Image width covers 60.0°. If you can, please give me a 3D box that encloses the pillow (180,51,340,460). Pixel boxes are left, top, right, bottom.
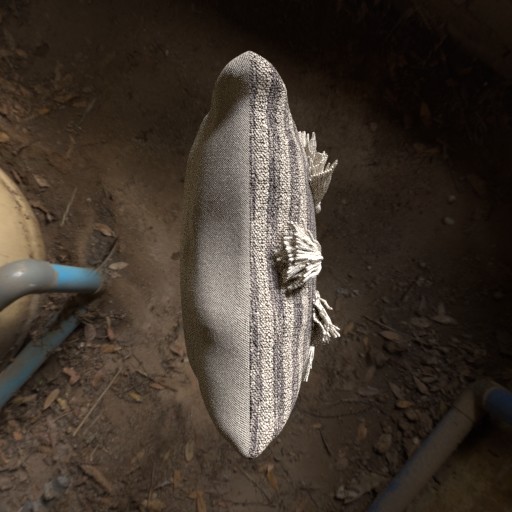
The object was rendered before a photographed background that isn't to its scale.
[{"bbox_3d":[0.000,0.000,0.756,0.234,0.490,0.484,0,90,-1],"label":"pillow"}]
